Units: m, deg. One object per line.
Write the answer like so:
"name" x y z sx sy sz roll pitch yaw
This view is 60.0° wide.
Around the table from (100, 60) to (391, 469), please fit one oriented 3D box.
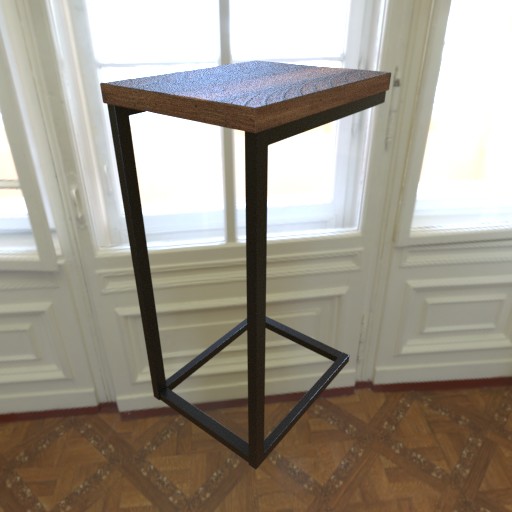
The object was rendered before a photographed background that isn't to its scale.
"table" 0.000 0.000 0.951 0.323 0.718 0.414 21 36 32
